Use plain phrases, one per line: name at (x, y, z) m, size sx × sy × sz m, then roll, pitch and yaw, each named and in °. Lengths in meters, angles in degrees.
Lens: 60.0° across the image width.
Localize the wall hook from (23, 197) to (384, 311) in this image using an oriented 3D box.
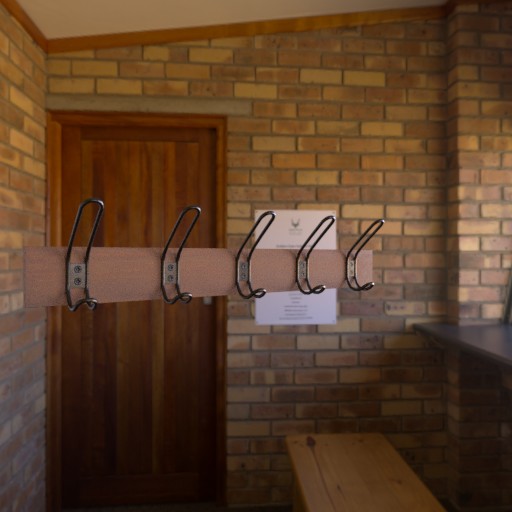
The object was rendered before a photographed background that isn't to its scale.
wall hook at (0.000, 0.000, 0.601) m, size 0.554 × 0.116 × 0.076 m, roll 0°, pitch 0°, yaw -36°
